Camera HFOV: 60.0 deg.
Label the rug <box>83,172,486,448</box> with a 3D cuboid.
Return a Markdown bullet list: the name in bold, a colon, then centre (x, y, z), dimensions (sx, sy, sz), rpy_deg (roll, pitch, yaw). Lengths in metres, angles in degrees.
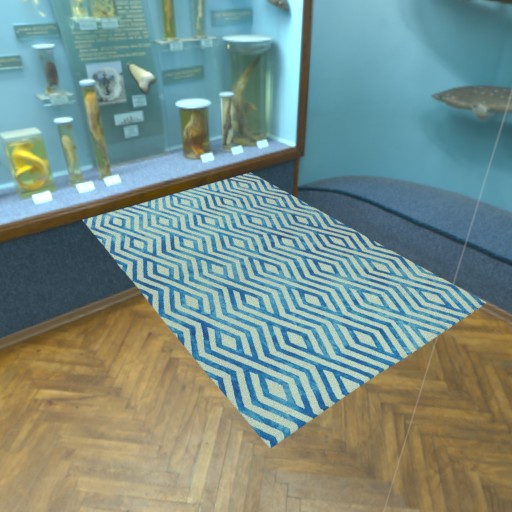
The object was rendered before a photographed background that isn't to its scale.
- **rug**: centre (0.000, 0.000, 2.304), dimensions (1.225, 0.008, 1.830), rpy_deg (-22, 39, -29)
